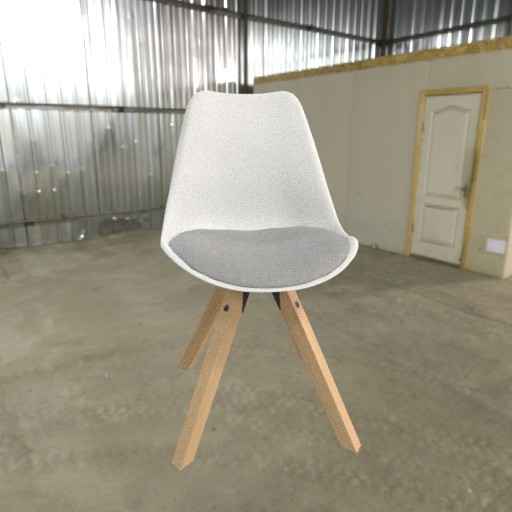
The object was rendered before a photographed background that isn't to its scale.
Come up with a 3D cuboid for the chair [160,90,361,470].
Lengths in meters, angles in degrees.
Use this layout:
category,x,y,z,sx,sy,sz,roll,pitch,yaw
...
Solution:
category,x,y,z,sx,sy,sz,roll,pitch,yaw
chair,0.000,0.000,1.162,0.485,0.850,0.550,-2,16,-7
